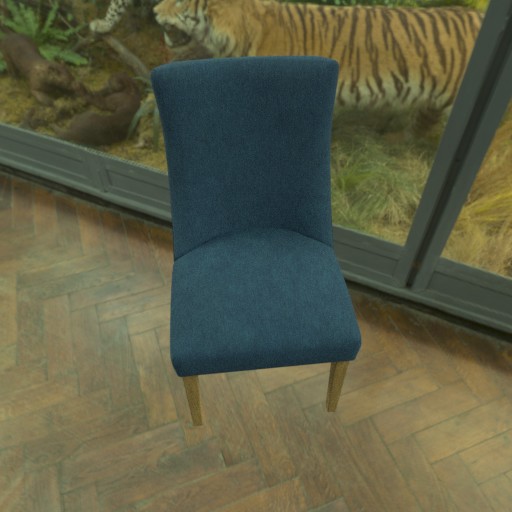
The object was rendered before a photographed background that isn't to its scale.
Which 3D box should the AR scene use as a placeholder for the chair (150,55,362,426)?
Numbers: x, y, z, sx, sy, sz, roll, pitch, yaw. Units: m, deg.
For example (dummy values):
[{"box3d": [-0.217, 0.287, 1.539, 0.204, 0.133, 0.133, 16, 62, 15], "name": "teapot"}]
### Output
[{"box3d": [0.000, 0.000, 1.270, 0.495, 0.902, 0.609, -4, 47, -4], "name": "chair"}]
